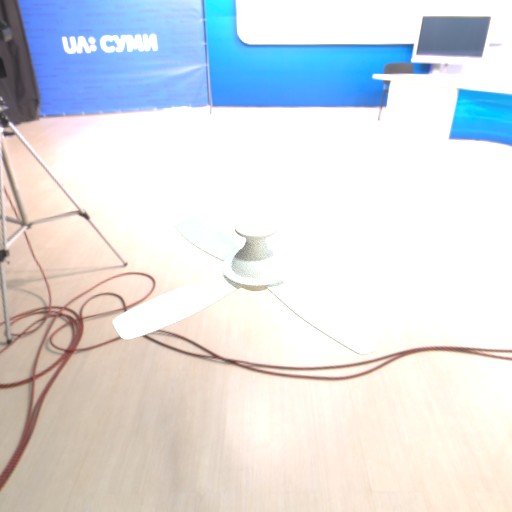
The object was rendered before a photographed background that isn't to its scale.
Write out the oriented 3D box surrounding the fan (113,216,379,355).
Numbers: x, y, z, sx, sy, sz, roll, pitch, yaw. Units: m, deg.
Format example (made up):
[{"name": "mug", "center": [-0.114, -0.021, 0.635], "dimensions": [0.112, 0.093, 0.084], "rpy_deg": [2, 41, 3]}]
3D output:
[{"name": "fan", "center": [0.000, 0.000, 2.510], "dimensions": [1.694, 0.382, 1.693], "rpy_deg": [-22, 37, -32]}]
